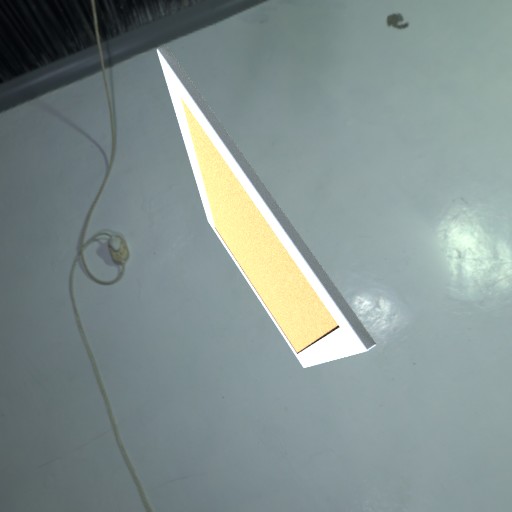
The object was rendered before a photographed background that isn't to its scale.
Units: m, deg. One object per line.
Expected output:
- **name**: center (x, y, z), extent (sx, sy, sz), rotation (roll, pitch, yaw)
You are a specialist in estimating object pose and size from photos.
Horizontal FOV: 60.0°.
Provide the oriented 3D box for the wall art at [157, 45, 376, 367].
- **wall art**: center (0.000, 0.000, 0.683), extent (0.012, 0.529, 0.374), rotation (-32, 77, -8)
